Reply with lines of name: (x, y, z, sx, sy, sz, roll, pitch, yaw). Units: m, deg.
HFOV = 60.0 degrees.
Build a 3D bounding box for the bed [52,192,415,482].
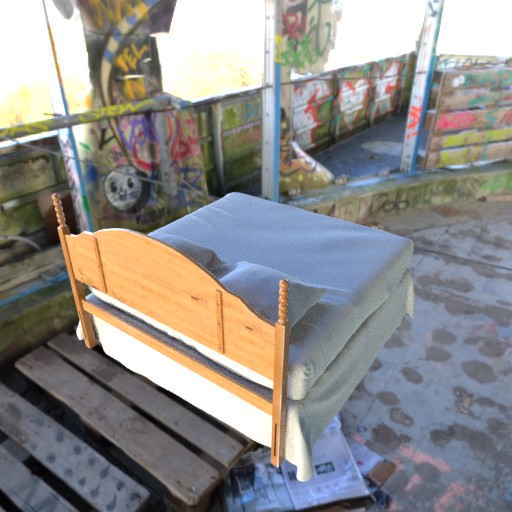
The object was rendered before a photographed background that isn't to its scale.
bed: (0.000, 0.000, 3.660, 2.322, 1.355, 2.219, 20, 35, 30)
